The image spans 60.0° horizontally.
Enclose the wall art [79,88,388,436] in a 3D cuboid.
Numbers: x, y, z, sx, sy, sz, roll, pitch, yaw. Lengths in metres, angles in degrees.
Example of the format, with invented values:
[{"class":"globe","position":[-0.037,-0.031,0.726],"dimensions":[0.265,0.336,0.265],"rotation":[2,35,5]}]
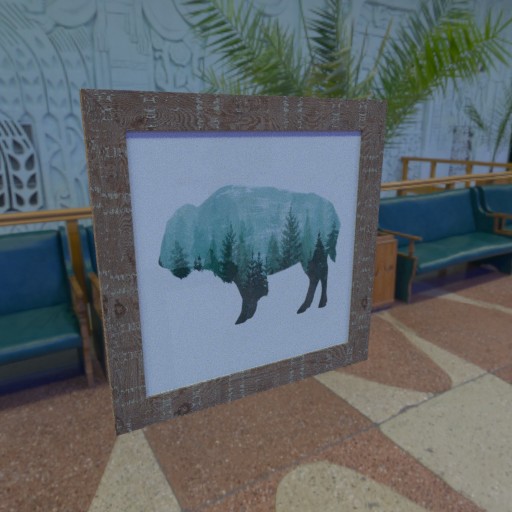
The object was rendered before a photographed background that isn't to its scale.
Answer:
[{"class":"wall art","position":[0.000,0.000,0.559],"dimensions":[0.380,0.380,0.022],"rotation":[-8,18,-27]}]
